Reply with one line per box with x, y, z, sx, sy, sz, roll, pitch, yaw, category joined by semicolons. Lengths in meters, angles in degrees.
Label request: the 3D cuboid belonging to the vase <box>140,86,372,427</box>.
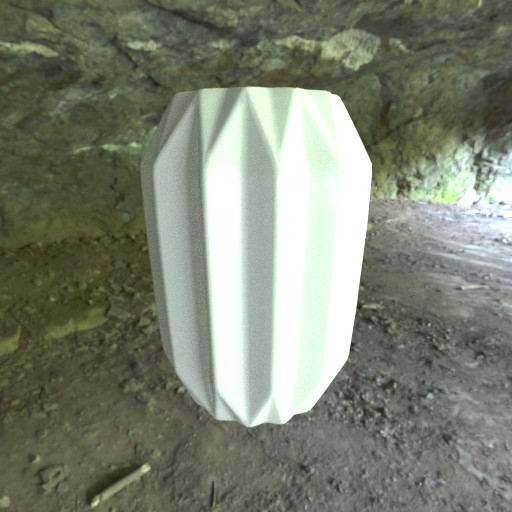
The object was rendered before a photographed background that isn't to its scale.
0.000;0.000;0.401;0.195;0.275;0.195;0;15;0;vase
